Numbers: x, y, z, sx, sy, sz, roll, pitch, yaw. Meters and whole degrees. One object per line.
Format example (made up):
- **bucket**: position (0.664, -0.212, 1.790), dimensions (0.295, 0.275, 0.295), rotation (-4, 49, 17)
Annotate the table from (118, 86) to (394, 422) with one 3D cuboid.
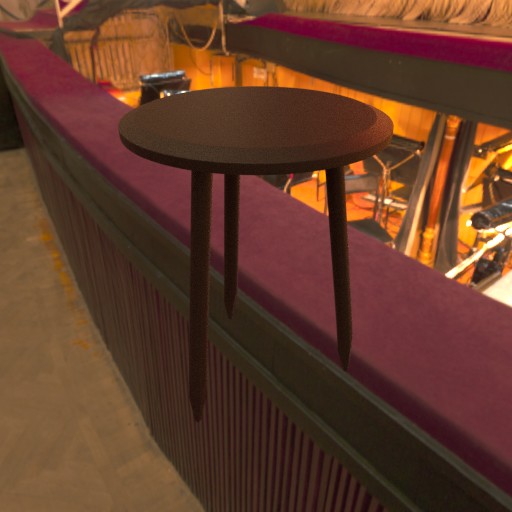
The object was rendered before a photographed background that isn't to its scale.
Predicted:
- **table**: position (0.000, 0.000, 0.910), dimensions (0.457, 0.585, 0.457), rotation (0, 32, 0)
